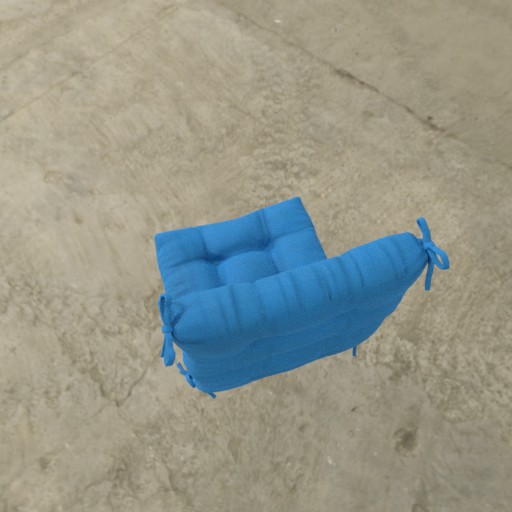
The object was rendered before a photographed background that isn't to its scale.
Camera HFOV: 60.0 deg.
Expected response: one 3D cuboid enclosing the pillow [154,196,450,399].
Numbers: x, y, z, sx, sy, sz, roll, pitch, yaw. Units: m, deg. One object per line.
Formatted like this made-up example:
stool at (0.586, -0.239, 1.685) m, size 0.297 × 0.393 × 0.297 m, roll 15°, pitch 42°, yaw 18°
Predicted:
pillow at (0.000, 0.000, 1.054) m, size 0.519 × 0.605 × 0.571 m, roll -16°, pitch 61°, yaw -9°
